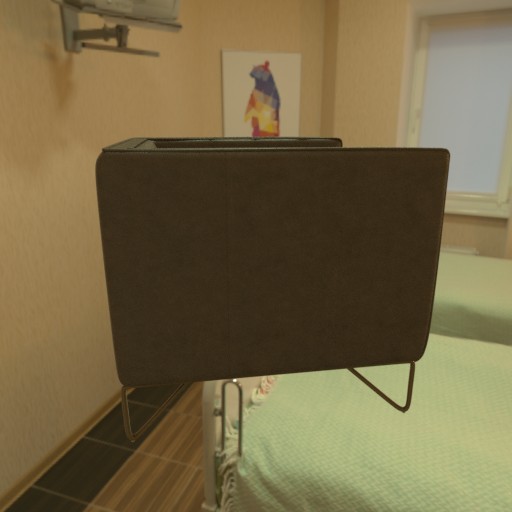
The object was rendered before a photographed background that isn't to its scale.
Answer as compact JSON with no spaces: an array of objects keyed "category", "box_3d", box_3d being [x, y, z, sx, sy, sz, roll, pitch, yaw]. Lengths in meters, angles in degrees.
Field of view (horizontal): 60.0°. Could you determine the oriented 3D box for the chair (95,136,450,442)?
[{"category":"chair","box_3d":[0.000,0.000,1.559,0.894,0.790,0.880,-3,17,-9]}]
